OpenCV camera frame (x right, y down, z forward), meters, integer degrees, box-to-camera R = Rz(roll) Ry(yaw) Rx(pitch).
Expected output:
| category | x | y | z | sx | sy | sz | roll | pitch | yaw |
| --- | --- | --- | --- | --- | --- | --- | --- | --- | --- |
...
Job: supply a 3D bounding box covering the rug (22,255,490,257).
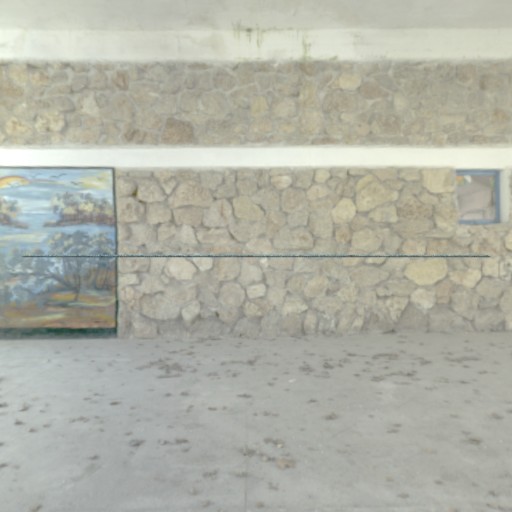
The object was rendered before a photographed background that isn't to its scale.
| category | x | y | z | sx | sy | sz | roll | pitch | yaw |
| --- | --- | --- | --- | --- | --- | --- | --- | --- | --- |
| rug | 0.000 | 0.000 | 4.094 | 3.050 | 0.016 | 2.441 | 0 | 0 | 0 |
